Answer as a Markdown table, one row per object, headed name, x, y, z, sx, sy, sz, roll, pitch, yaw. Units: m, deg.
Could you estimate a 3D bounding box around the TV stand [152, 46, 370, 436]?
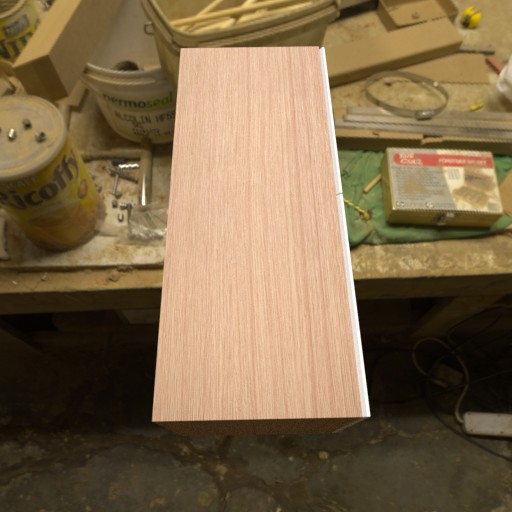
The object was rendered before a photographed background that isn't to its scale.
| name | x | y | z | sx | sy | sz | roll | pitch | yaw |
| --- | --- | --- | --- | --- | --- | --- | --- | --- | --- |
| TV stand | 0.000 | 0.000 | 1.334 | 0.407 | 0.660 | 0.991 | -1 | 64 | 0 |
